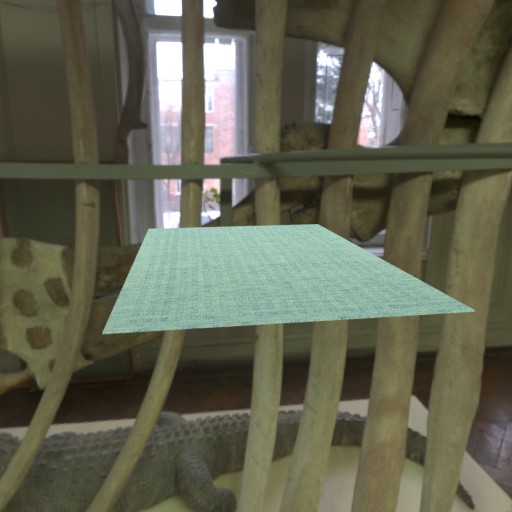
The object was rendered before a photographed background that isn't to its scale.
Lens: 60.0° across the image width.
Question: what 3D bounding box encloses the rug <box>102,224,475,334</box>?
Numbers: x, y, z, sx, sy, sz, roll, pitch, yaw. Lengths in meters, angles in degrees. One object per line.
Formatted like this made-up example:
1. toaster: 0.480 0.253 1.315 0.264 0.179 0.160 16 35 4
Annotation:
1. rug: 0.000 0.000 2.864 1.522 0.006 2.286 -2 14 -9
